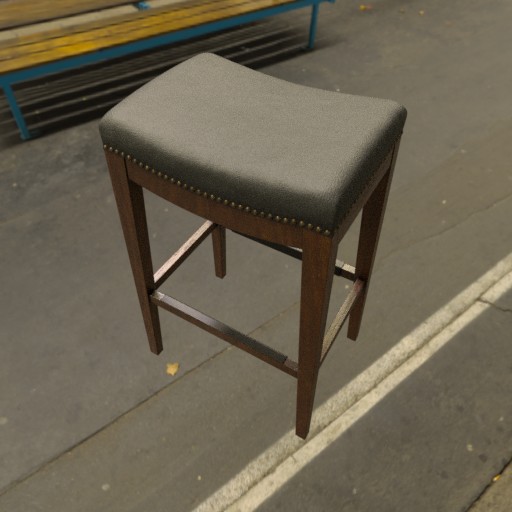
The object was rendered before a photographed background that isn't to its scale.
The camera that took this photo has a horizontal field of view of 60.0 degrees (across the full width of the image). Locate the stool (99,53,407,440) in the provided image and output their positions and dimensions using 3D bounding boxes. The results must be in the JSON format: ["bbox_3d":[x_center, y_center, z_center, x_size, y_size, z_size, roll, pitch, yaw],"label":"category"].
[{"bbox_3d":[0.000,0.000,1.034,0.500,0.765,0.361,23,51,20],"label":"stool"}]
